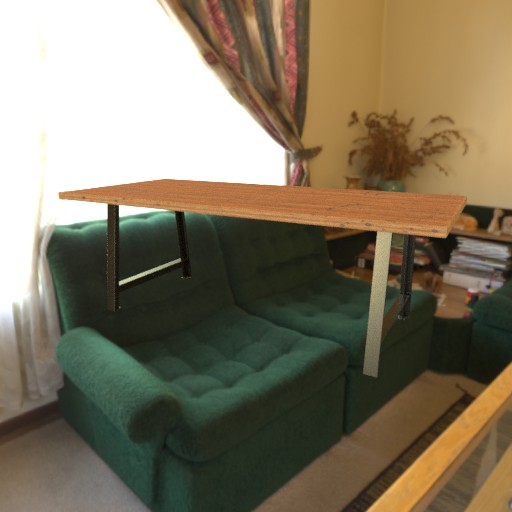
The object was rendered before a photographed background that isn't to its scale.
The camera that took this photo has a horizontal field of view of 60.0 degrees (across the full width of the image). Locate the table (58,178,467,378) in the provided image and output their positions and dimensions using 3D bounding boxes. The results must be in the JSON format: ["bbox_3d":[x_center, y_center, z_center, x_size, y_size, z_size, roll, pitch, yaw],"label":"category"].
[{"bbox_3d":[0.000,0.000,2.710,2.200,0.757,1.000,8,17,28],"label":"table"}]
